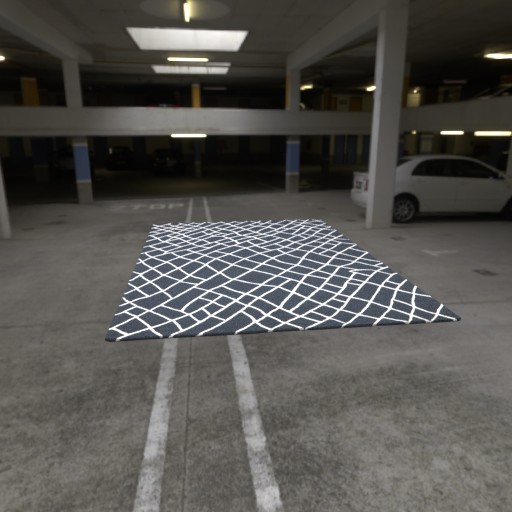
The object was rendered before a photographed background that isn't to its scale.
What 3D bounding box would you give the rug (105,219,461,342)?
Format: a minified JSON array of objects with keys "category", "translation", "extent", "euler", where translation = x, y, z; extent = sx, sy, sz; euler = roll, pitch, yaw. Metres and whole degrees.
[{"category":"rug","translation":[0.000,0.000,2.350],"extent":[1.223,0.013,1.830],"euler":[-2,16,-7]}]
